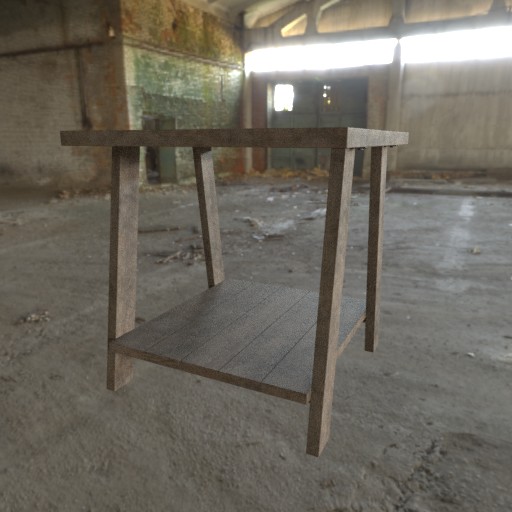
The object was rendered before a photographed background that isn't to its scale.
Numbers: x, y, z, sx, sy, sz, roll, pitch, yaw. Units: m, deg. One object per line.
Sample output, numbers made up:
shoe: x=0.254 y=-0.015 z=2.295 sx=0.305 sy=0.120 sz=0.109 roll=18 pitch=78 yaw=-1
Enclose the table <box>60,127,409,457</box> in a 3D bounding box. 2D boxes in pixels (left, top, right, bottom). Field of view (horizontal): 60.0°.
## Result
table: x=0.000 y=0.000 z=1.131 sx=0.610 sy=0.610 sz=0.610 roll=7 pitch=16 yaw=26
